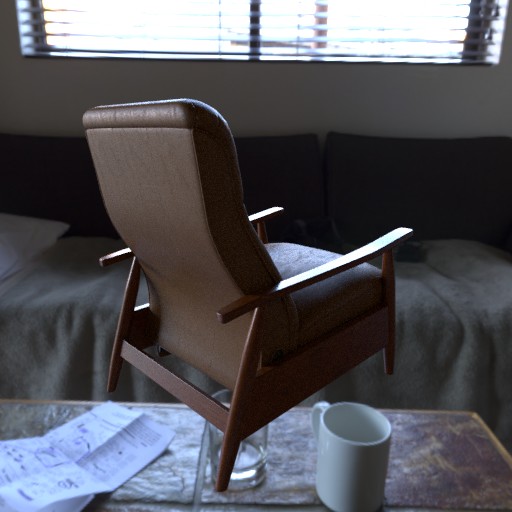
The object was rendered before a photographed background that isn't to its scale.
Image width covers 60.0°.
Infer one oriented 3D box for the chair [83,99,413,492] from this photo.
[{"bbox_3d":[0.000,0.000,1.709,1.014,1.082,0.762,-14,21,-41],"label":"chair"}]
